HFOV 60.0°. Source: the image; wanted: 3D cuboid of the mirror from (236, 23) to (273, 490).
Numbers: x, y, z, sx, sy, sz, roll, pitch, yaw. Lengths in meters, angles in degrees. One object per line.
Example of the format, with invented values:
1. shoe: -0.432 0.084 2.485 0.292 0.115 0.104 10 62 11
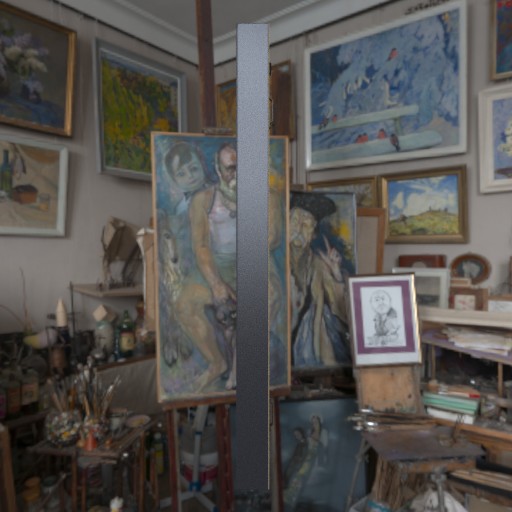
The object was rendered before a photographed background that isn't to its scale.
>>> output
1. mirror: 0.000 0.000 0.684 0.041 0.508 0.405 0 0 0
